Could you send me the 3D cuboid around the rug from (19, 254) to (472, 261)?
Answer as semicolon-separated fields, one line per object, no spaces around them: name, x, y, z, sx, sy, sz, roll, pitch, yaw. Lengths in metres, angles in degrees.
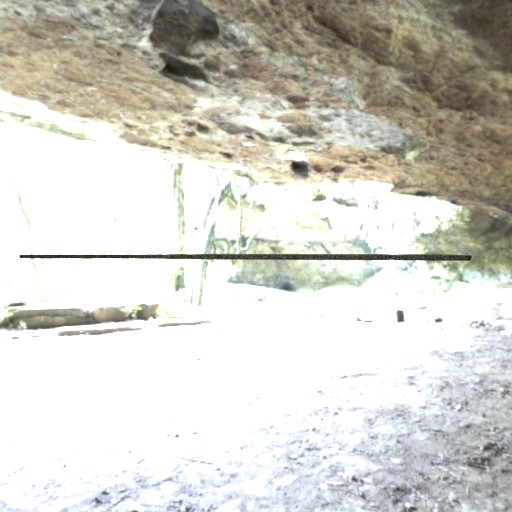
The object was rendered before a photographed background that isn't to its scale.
rug;0.000;0.000;3.352;2.699;0.026;1.802;0;0;17
